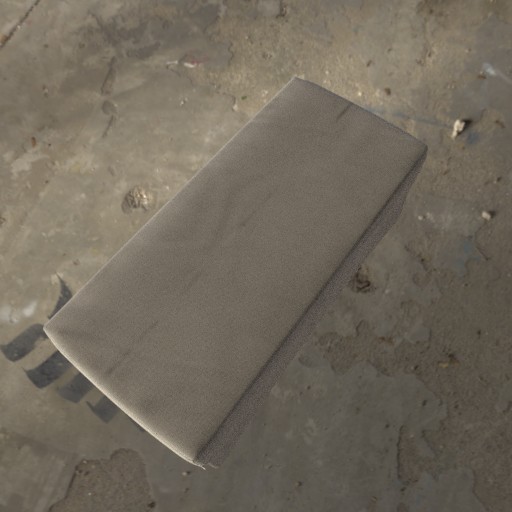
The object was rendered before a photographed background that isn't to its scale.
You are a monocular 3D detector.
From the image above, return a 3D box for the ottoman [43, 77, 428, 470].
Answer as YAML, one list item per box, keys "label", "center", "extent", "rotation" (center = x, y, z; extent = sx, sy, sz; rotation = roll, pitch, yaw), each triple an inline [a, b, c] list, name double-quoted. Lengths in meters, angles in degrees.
- label: "ottoman"
  center: [0.000, 0.000, 1.665]
  extent: [0.665, 0.457, 1.388]
  rotation: [34, 69, 16]
